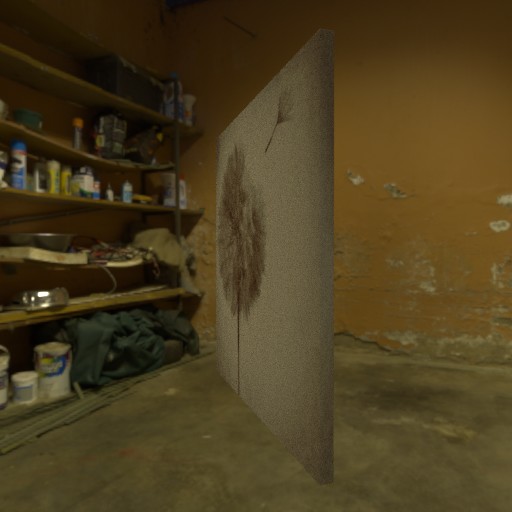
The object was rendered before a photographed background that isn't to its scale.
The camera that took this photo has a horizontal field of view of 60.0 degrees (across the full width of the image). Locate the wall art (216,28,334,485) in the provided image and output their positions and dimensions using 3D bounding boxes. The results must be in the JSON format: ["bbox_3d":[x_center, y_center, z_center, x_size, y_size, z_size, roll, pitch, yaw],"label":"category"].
[{"bbox_3d":[0.000,0.000,1.105,0.027,0.762,0.762,0,1,-18],"label":"wall art"}]
